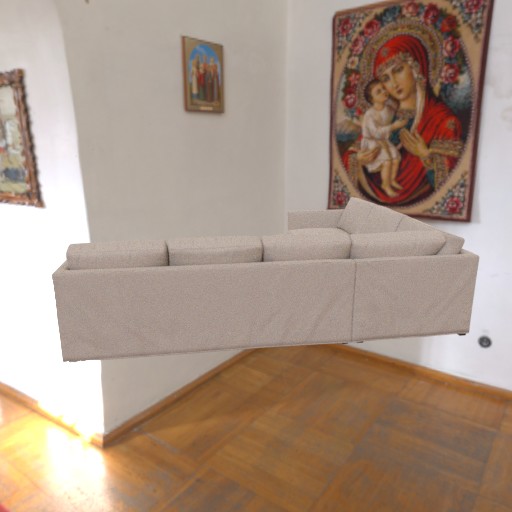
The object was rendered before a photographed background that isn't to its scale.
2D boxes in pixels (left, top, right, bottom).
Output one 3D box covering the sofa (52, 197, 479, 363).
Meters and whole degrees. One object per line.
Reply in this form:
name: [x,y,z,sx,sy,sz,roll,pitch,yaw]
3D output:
sofa: [0.000,0.000,4.428,3.182,0.871,2.432,-2,15,-8]
